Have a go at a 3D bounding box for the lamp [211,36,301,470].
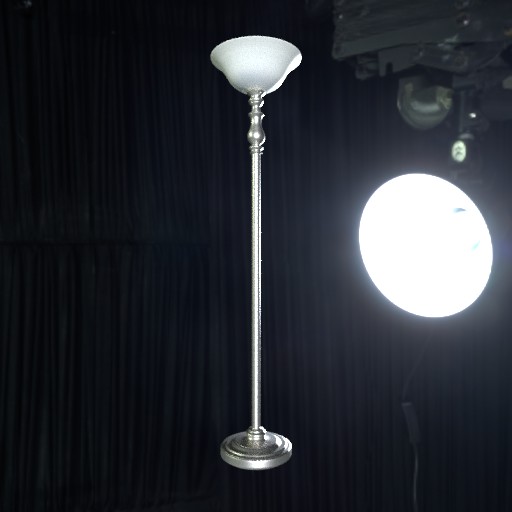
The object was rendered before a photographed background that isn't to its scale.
[{"bbox_3d":[0.000,0.000,1.980,0.405,1.771,0.405,0,-1,-19],"label":"lamp"}]
